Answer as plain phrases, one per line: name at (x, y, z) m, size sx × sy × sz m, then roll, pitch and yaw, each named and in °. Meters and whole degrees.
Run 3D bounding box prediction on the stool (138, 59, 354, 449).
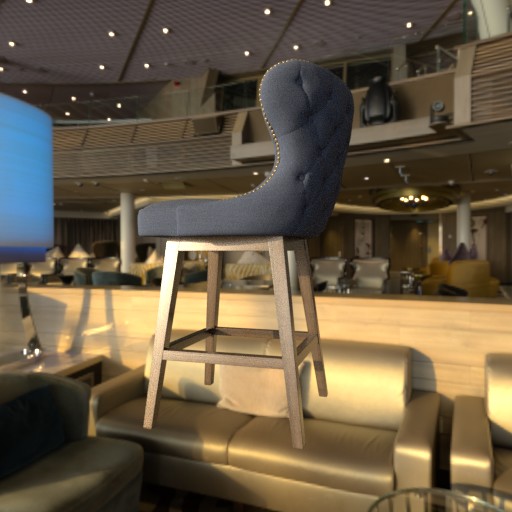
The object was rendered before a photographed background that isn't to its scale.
stool at (0.000, 0.000, 1.385) m, size 0.597 × 0.972 × 0.615 m, roll 0°, pitch 1°, yaw 17°
